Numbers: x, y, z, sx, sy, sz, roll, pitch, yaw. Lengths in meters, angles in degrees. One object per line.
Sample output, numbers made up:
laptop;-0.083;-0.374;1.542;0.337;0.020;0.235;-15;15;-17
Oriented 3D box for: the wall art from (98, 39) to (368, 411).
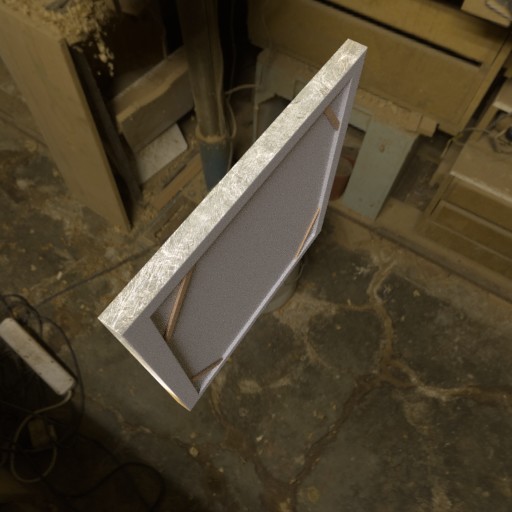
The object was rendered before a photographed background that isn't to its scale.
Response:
wall art;0.000;0.000;0.910;0.038;0.610;0.610;32;67;15
